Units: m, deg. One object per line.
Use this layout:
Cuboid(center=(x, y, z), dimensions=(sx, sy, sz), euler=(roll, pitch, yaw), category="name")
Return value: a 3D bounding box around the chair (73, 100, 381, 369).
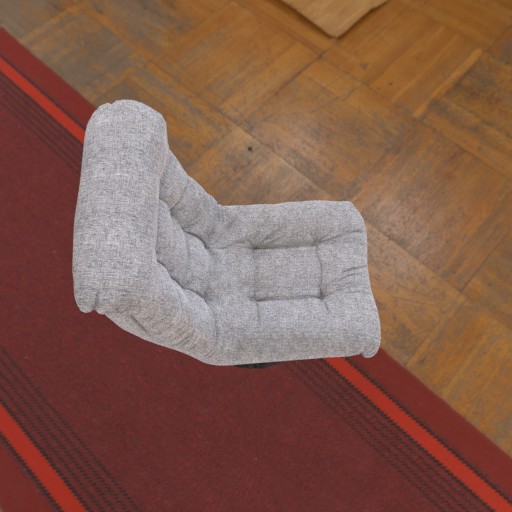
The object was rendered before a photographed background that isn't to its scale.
Cuboid(center=(0.000, 0.000, 0.966), dimensions=(0.583, 0.600, 0.400), euler=(-2, 65, -1), category="chair")
